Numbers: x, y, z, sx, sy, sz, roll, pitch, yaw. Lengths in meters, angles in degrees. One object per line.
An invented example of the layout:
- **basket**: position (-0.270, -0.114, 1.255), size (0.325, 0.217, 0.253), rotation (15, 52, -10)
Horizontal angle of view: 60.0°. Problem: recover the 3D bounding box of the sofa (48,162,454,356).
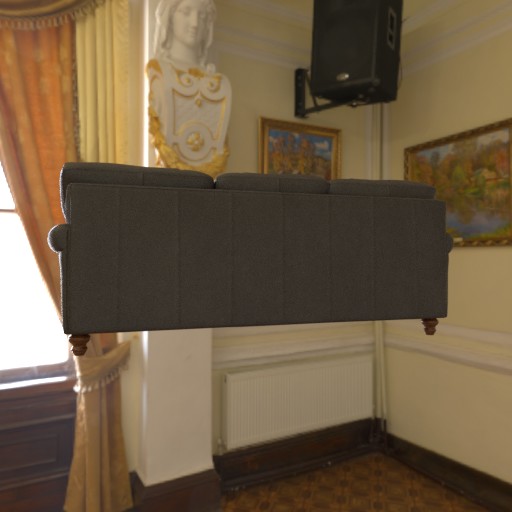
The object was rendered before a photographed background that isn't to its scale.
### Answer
- **sofa**: position (0.000, 0.000, 2.853), size (2.387, 0.977, 0.974), rotation (0, 0, -17)
